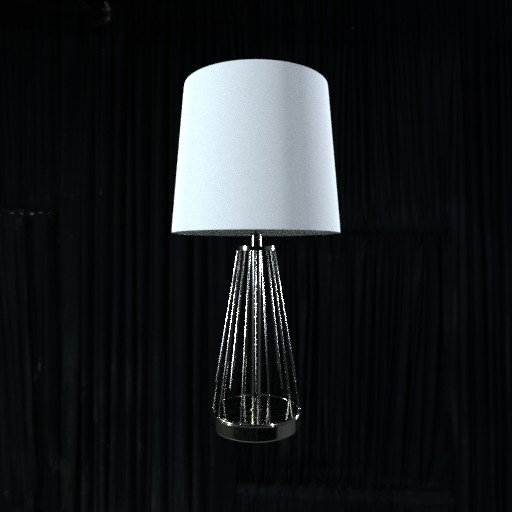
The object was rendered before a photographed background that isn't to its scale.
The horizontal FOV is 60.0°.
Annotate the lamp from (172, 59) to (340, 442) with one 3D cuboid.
[{"bbox_3d":[0.000,0.000,0.812,0.303,0.618,0.303,0,1,0],"label":"lamp"}]
